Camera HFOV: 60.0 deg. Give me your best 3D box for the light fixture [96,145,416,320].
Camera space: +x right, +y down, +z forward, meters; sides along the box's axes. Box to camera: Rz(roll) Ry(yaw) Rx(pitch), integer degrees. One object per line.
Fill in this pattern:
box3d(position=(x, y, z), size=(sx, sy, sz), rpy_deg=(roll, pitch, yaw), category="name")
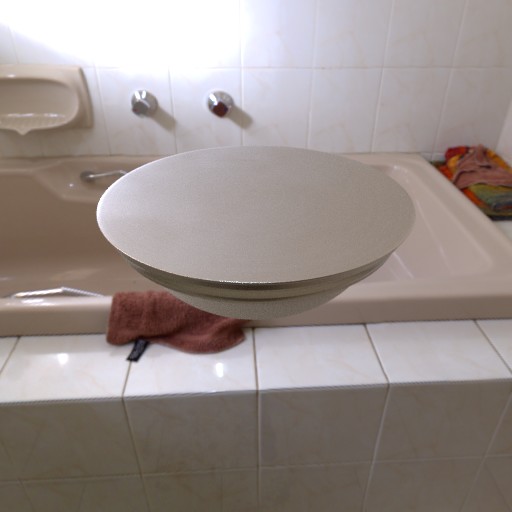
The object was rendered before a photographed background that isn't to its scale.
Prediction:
box3d(position=(0.000, 0.000, 0.441), size=(0.280, 0.135, 0.280), rpy_deg=(0, 32, 0), category="light fixture")
